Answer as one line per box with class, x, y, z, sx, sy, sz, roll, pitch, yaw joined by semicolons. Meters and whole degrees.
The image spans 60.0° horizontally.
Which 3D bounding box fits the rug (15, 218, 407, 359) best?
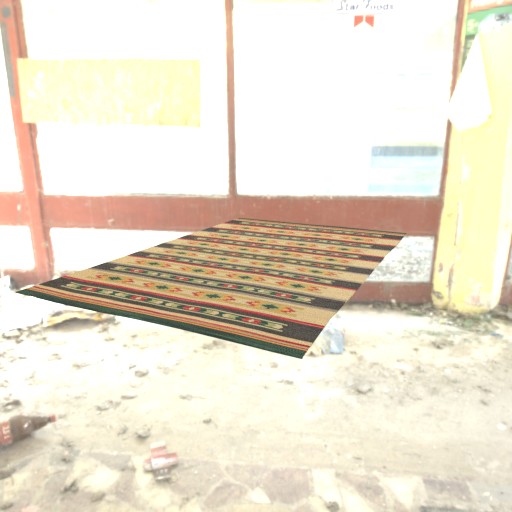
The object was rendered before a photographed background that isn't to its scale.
rug;0.000;0.000;2.862;1.522;0.010;2.311;8;17;26
